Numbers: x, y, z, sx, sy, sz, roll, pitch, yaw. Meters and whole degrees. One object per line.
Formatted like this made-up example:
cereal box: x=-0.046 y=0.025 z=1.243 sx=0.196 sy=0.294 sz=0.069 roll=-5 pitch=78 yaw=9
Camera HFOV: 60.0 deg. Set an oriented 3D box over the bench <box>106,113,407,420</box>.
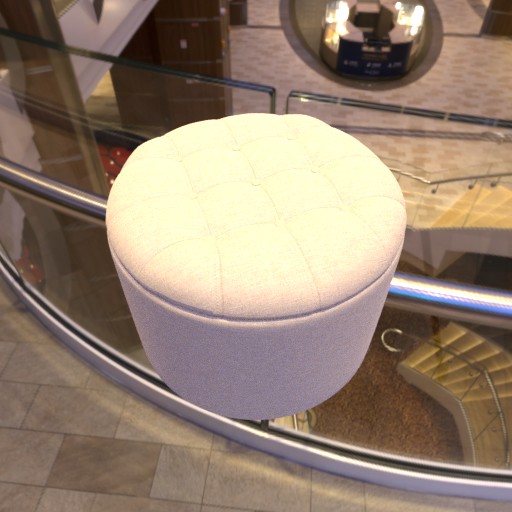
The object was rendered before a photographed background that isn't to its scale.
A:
bench: x=0.000 y=0.000 z=1.019 sx=0.600 sy=0.454 sz=0.600 roll=0 pitch=46 yaw=0
